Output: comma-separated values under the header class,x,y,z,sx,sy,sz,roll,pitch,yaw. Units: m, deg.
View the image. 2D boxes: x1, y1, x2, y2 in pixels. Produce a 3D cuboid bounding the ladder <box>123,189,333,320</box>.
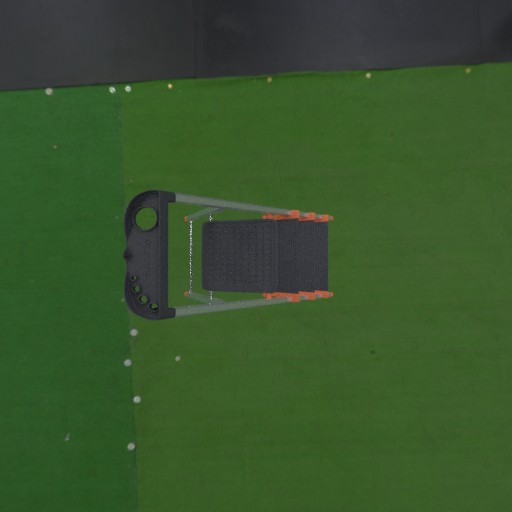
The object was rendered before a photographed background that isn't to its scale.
class,x,y,z,sx,sy,sz,roll,pitch,yaw
ladder,0.000,0.000,1.777,0.834,1.429,0.452,0,90,1
